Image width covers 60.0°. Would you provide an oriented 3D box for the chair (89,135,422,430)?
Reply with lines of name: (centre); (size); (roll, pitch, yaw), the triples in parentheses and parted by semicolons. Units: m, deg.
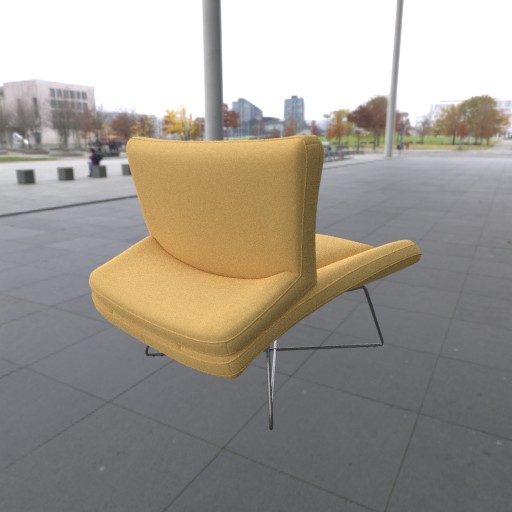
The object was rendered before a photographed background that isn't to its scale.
chair: (0.000, 0.000, 1.642); (0.859, 0.855, 1.008); (14, 20, 43)
